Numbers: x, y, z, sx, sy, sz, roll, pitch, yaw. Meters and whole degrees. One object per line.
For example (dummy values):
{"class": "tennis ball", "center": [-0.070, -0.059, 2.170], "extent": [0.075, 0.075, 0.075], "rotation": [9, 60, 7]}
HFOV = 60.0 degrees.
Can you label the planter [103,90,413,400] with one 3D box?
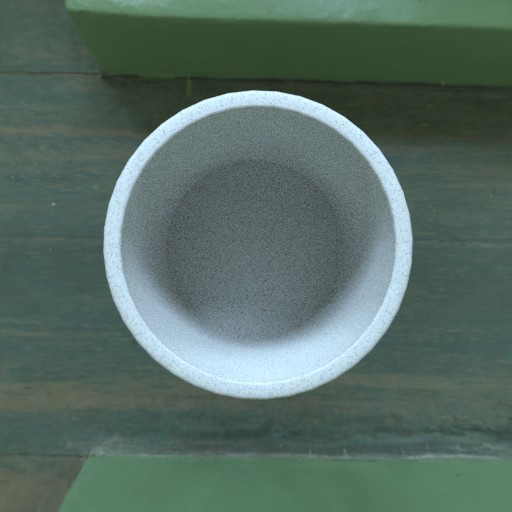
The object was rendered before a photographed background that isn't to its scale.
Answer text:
{"class": "planter", "center": [0.000, 0.000, 0.650], "extent": [0.313, 0.423, 0.335], "rotation": [0, 90, -1]}
